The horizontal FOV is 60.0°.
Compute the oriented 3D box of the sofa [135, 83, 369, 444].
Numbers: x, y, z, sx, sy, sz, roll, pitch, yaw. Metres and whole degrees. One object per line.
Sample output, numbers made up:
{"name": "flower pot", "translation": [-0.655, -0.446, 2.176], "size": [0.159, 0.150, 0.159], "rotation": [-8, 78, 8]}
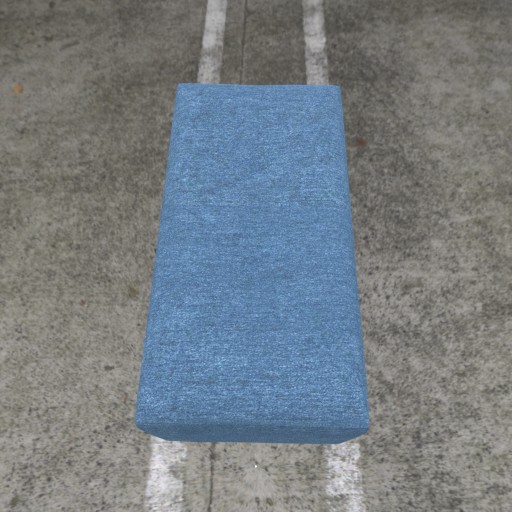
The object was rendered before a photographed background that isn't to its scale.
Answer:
{"name": "sofa", "translation": [0.000, 0.000, 1.211], "size": [0.480, 0.470, 0.930], "rotation": [1, 65, 0]}
